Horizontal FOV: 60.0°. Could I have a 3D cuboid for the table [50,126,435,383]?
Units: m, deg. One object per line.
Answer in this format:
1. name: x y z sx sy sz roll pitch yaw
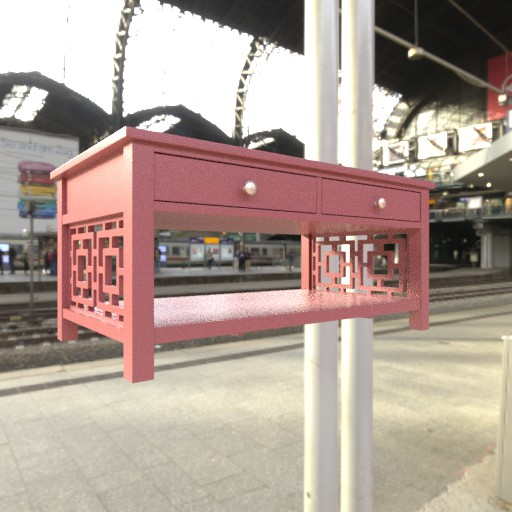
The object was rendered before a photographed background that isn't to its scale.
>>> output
1. table: 0.000 0.000 1.396 1.068 0.493 0.612 0 0 -37
